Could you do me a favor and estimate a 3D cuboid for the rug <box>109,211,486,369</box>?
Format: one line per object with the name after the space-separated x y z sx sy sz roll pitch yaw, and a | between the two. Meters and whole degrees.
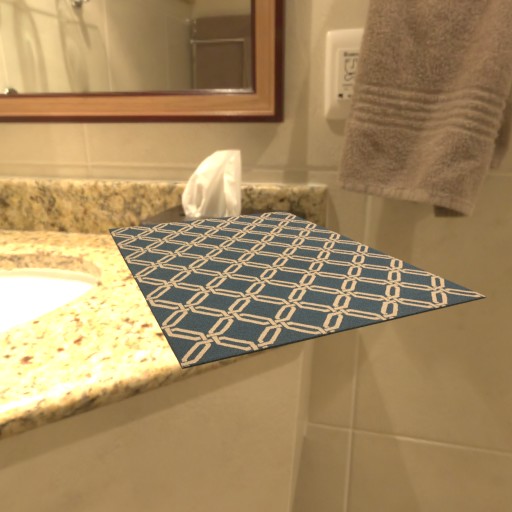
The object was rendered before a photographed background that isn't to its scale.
0.000 0.000 4.419 2.432 0.018 3.342 -8 20 -23 | rug
